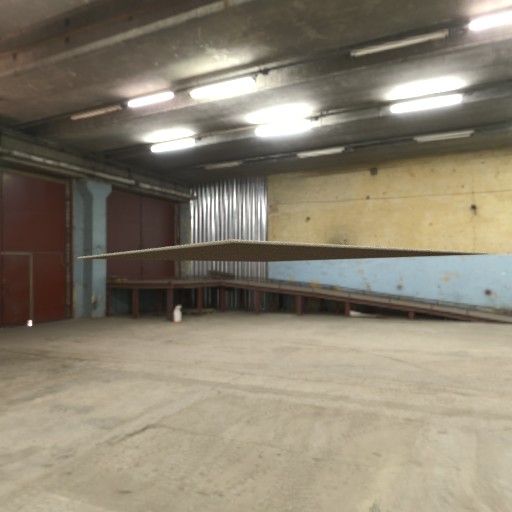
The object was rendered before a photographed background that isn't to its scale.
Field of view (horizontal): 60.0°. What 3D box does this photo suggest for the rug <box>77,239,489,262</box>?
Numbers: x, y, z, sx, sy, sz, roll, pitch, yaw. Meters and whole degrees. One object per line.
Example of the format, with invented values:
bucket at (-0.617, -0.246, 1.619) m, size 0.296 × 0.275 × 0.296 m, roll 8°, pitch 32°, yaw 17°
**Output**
rug at (0.000, 0.000, 4.105) m, size 2.441 × 0.015 × 3.050 m, roll 2°, pitch -3°, yaw -35°
